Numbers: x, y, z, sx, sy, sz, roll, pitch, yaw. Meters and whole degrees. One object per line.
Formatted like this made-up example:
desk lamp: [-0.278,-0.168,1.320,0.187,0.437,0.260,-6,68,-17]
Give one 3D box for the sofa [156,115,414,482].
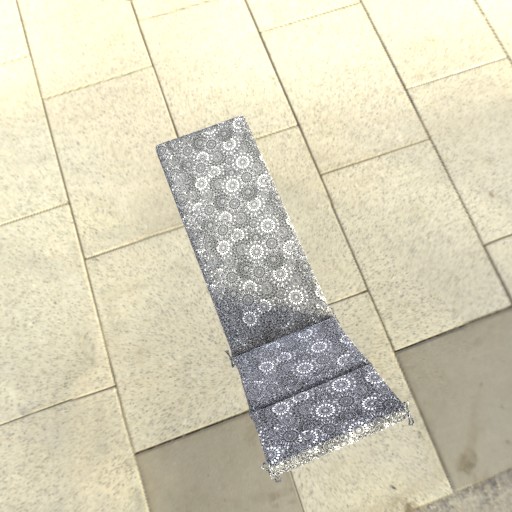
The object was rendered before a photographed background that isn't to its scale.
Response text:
sofa: [0.000,0.000,1.974,0.582,0.622,1.663,-21,77,-5]
